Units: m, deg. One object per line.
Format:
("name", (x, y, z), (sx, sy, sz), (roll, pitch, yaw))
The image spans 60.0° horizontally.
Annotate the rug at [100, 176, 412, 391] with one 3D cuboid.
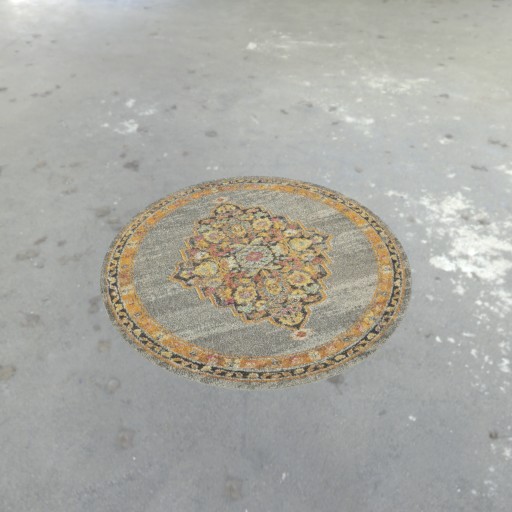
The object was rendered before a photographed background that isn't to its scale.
("rug", (0.000, 0.000, 3.495), (2.382, 0.014, 2.382), (0, 42, 0))
